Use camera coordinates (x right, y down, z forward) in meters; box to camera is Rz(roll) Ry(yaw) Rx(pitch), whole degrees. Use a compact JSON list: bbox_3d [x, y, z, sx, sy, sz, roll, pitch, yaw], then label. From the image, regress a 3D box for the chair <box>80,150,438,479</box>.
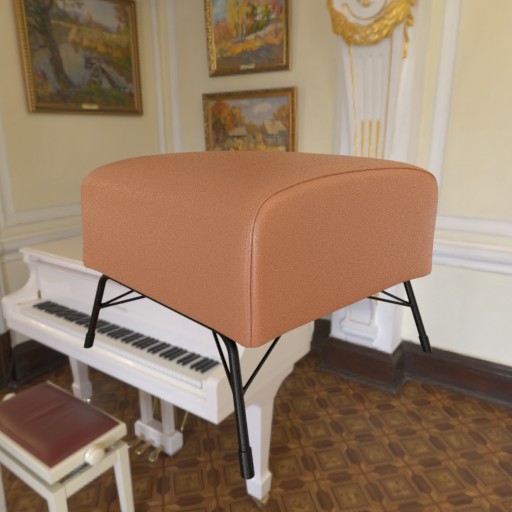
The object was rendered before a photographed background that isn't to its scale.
[{"bbox_3d":[0.000,0.000,0.890,0.530,0.410,0.530,-14,21,-41],"label":"chair"}]
